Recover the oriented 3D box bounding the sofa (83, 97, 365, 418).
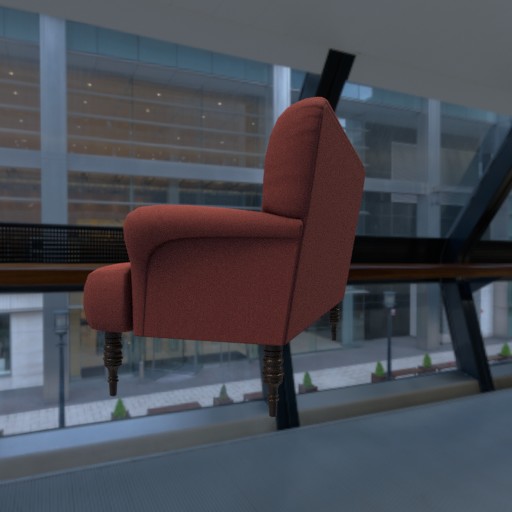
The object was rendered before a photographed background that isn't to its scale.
[{"bbox_3d":[0.000,0.000,1.833,0.779,0.889,1.297,0,1,19],"label":"sofa"}]
